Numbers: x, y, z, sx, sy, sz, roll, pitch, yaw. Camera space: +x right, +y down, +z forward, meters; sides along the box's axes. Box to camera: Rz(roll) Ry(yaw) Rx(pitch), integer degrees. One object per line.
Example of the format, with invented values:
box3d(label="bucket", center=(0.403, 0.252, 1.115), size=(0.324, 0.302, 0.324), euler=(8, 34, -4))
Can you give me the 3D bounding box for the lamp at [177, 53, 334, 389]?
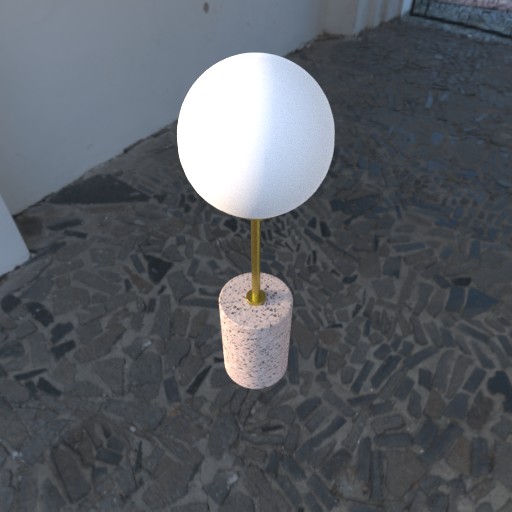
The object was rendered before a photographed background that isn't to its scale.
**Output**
box3d(label="lamp", center=(0.000, 0.000, 0.552), size=(0.153, 0.480, 0.153), euler=(0, 45, 0))
